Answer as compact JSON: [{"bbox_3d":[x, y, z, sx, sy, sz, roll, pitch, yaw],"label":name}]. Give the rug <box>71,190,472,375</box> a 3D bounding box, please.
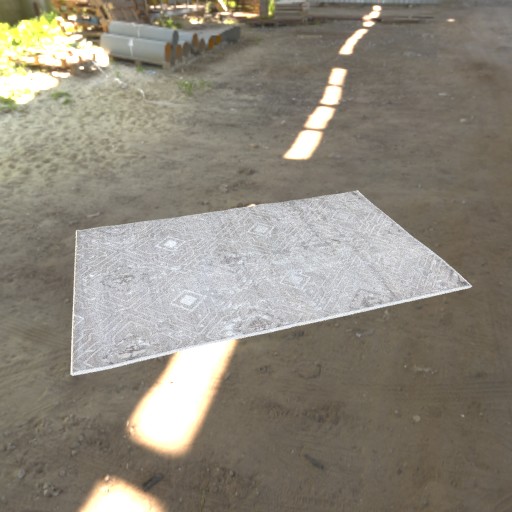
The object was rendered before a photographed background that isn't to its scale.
[{"bbox_3d":[0.000,0.000,3.147,2.447,0.036,1.537,-10,34,-15],"label":"rug"}]
